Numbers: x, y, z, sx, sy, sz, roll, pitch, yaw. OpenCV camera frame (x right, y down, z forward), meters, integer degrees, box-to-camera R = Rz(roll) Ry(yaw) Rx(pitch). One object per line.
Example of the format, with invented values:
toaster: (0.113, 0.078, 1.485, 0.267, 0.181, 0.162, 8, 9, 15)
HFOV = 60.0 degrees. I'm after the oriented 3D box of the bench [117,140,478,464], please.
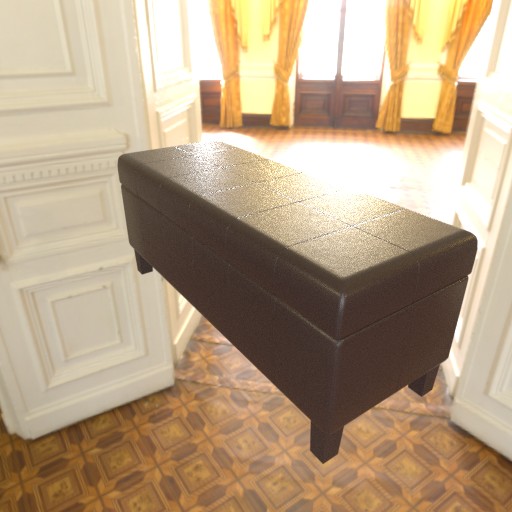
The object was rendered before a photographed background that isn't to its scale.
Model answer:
bench: (0.000, 0.000, 1.337, 0.429, 0.457, 1.092, -18, 32, -31)
